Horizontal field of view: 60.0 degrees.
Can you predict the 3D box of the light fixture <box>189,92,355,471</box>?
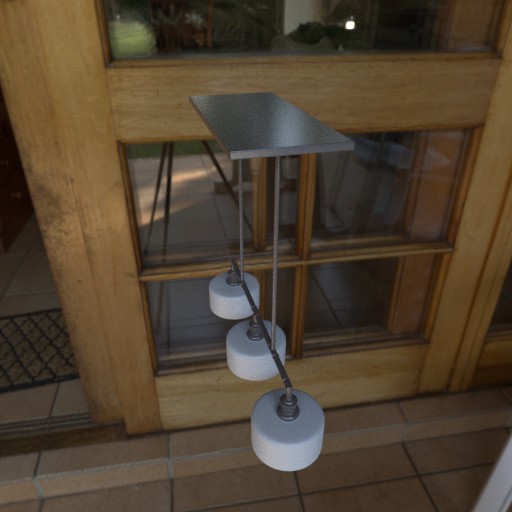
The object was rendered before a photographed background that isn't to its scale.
[{"bbox_3d":[0.000,0.000,0.895,0.177,0.557,0.582,-8,31,-13],"label":"light fixture"}]
